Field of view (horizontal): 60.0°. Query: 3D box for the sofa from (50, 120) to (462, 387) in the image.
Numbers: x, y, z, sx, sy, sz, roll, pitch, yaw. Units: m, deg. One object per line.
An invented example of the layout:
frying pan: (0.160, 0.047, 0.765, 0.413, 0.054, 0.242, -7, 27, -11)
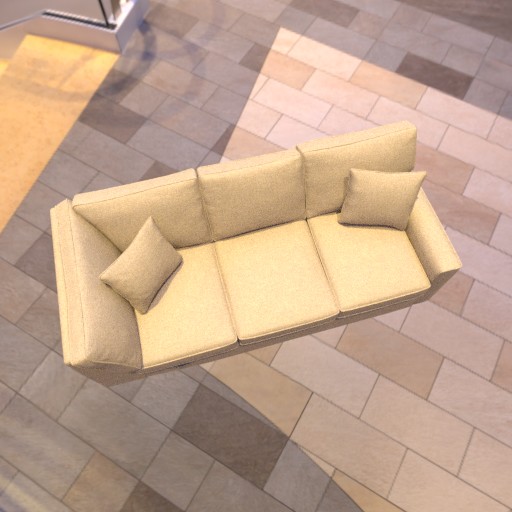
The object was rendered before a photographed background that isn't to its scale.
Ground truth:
sofa: (0.000, 0.000, 2.847, 2.317, 0.962, 1.061, -14, 65, -7)
